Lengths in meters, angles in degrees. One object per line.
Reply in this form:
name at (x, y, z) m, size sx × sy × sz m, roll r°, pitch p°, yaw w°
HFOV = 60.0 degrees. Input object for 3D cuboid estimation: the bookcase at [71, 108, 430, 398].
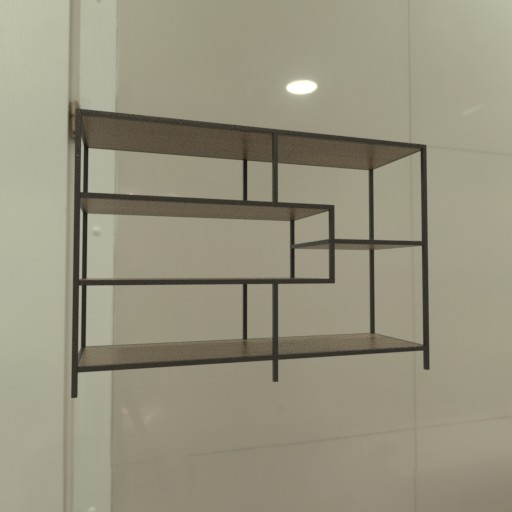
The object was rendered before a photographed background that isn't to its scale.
bookcase at (0.000, 0.000, 1.528) m, size 1.140 × 0.780 × 0.350 m, roll 1°, pitch -2°, yaw -18°
